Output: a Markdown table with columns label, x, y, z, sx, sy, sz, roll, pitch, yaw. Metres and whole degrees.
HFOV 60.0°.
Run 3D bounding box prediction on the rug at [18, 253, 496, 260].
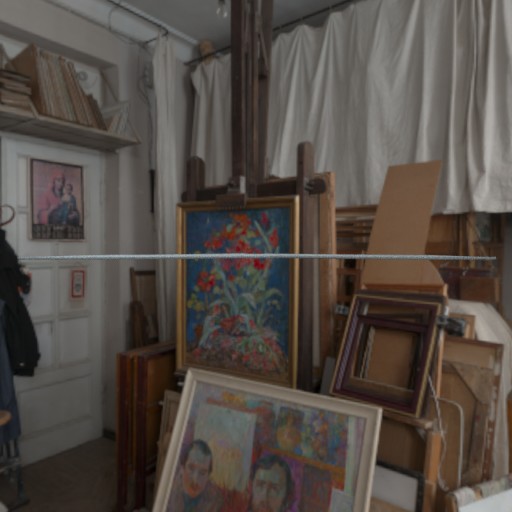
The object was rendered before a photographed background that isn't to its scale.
| label | x | y | z | sx | sy | sz | roll | pitch | yaw |
| --- | --- | --- | --- | --- | --- | --- | --- | --- | --- |
| rug | 0.000 | 0.000 | 2.295 | 1.853 | 0.022 | 1.174 | 0 | 1 | -1 |
